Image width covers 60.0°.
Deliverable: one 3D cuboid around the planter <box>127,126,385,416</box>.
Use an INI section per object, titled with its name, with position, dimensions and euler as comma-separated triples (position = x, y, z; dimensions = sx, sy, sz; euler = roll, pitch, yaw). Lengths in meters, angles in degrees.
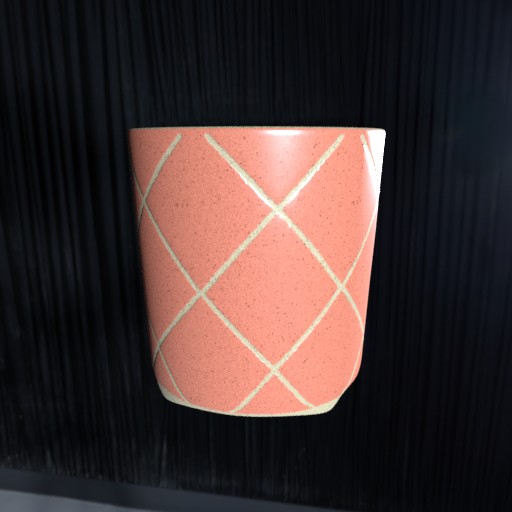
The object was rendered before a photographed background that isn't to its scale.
[planter]
position = 0.000, 0.000, 0.365
dimensions = 0.191, 0.200, 0.191
euler = 0, 15, 0
